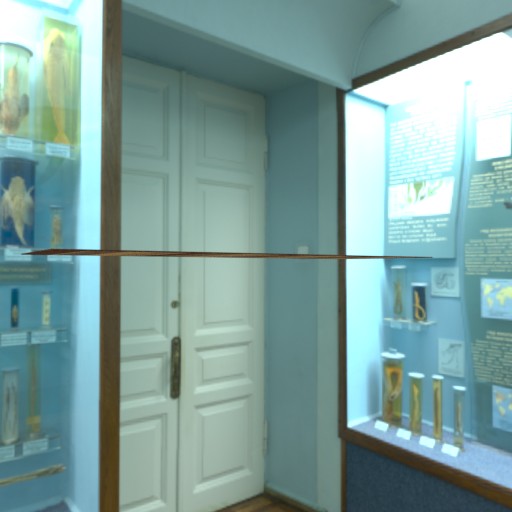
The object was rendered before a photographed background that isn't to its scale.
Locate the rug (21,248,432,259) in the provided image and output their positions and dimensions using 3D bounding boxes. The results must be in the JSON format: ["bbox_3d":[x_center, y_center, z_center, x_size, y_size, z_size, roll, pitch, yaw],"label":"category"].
[{"bbox_3d":[0.000,0.000,2.689,2.437,0.006,0.792,1,-2,-35],"label":"rug"}]
